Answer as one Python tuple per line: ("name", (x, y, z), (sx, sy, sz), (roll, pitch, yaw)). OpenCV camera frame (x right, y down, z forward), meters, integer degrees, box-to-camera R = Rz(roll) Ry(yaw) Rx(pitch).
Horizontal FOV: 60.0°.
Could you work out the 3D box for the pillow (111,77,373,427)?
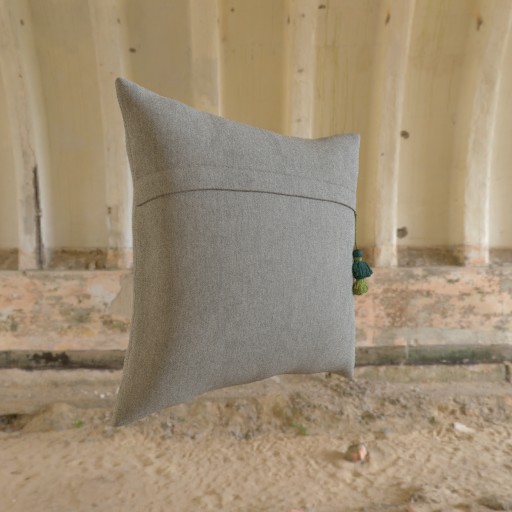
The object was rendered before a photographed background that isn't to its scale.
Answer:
("pillow", (0.000, 0.000, 0.673), (0.433, 0.436, 0.173), (0, 0, -35))
